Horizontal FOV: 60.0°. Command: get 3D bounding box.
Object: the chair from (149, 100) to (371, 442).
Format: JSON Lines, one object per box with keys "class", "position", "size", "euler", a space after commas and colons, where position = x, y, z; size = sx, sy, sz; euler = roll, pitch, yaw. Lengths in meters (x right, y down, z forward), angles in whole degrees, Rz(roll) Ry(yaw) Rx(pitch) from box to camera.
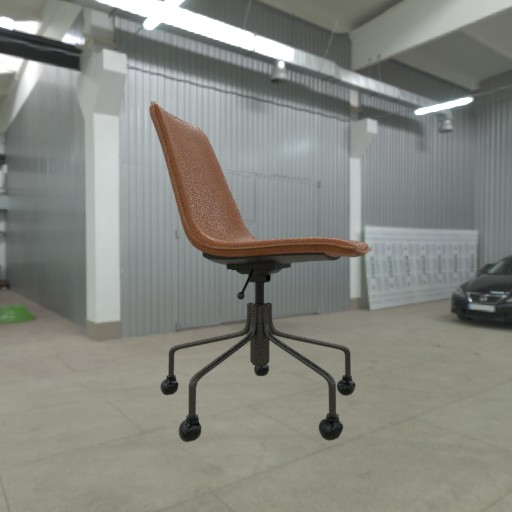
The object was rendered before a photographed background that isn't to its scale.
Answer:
{"class": "chair", "position": [0.000, 0.000, 1.363], "size": [0.660, 0.920, 0.651], "euler": [0, 1, 19]}
